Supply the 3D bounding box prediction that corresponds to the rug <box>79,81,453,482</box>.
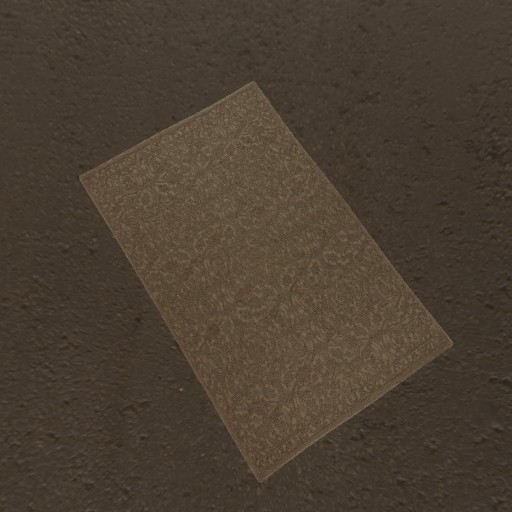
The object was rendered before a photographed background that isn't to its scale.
[{"bbox_3d":[0.000,0.000,3.084,1.529,0.012,2.435,-32,76,-9],"label":"rug"}]
